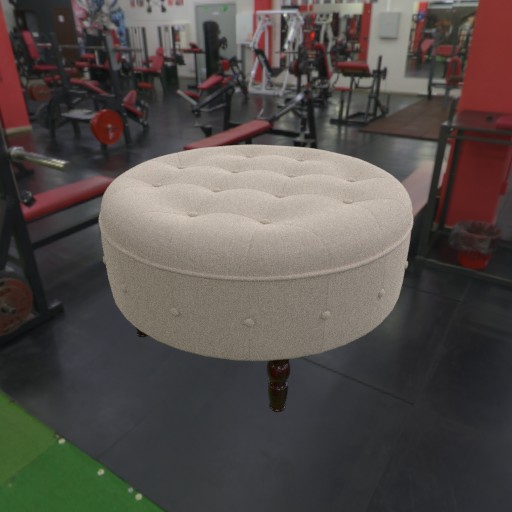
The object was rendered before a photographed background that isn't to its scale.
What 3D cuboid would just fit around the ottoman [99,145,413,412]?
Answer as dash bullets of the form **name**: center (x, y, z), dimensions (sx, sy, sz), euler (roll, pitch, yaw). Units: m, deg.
- **ottoman**: center (0.000, 0.000, 1.330), dimensions (0.848, 0.494, 0.848), euler (0, 28, 0)
